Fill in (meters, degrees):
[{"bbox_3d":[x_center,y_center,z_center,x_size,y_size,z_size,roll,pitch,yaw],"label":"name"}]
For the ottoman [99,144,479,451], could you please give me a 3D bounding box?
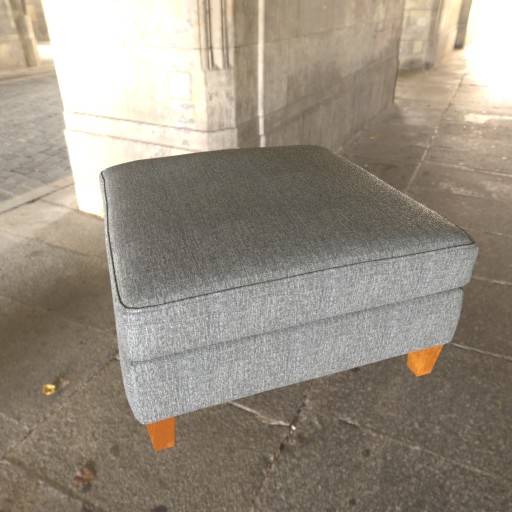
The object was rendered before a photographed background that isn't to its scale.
[{"bbox_3d":[0.000,0.000,1.324,0.838,0.481,0.838,-10,32,-17],"label":"ottoman"}]
